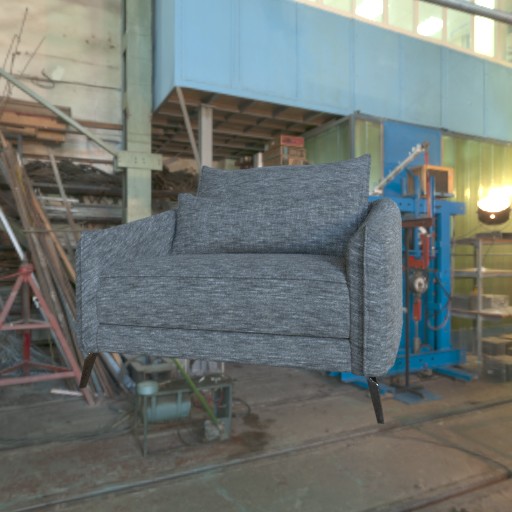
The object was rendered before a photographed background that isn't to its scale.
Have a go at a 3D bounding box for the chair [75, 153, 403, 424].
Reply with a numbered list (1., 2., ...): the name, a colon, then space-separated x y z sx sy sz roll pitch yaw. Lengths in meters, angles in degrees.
1. chair: 0.000 0.000 1.601 1.004 0.842 0.805 0 0 19
